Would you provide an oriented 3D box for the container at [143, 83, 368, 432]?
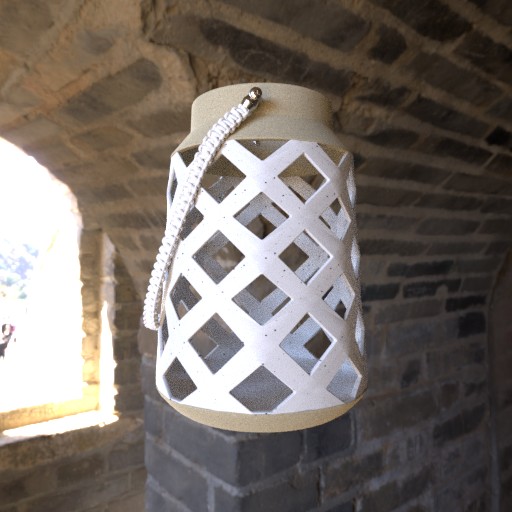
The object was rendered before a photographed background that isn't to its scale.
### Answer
[{"bbox_3d":[0.000,0.000,0.399,0.198,0.264,0.188,0,0,0],"label":"container"}]
